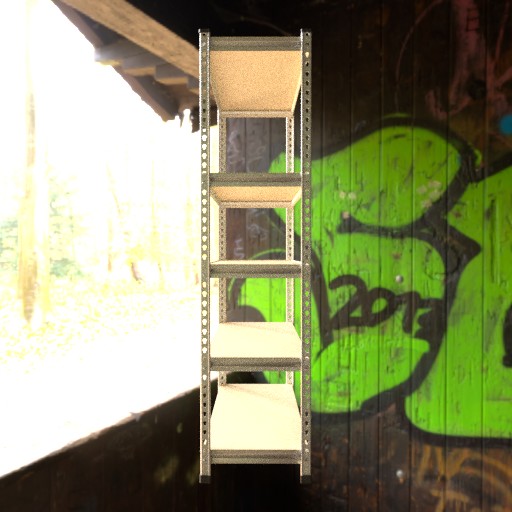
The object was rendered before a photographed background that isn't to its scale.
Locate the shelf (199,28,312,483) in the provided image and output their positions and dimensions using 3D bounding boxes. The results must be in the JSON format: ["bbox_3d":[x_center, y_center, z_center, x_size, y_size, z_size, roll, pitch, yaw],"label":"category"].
[{"bbox_3d":[0.000,0.000,2.239,0.457,1.829,0.914,0,1,0],"label":"shelf"}]
